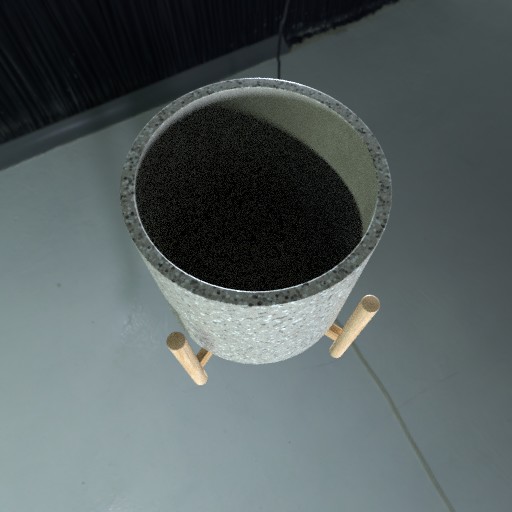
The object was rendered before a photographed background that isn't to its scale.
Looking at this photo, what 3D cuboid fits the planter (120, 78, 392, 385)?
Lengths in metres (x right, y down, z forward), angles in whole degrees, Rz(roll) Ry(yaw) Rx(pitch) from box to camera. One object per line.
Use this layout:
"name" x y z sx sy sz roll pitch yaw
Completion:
"planter" 0.000 0.000 0.687 0.360 0.419 0.360 -31 69 -13
